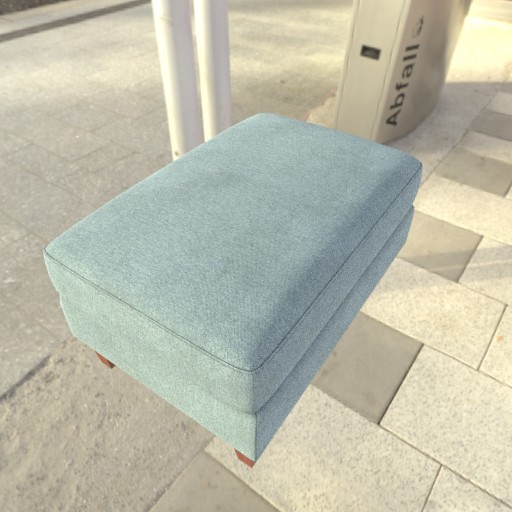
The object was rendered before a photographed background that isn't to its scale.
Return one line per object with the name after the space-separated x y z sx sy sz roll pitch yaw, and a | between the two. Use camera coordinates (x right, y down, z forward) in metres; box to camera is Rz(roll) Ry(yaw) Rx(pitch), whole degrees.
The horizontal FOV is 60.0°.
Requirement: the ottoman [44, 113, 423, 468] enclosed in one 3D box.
0.000 0.000 1.199 0.584 0.483 0.864 25 47 25 | ottoman
